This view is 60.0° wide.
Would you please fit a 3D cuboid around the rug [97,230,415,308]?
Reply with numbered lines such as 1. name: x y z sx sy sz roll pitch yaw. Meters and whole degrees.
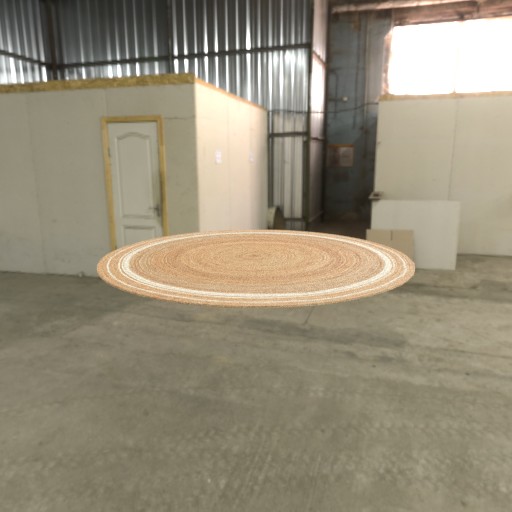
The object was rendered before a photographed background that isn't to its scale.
1. rug: 0.000 0.000 3.604 2.444 0.015 2.444 0 13 0
